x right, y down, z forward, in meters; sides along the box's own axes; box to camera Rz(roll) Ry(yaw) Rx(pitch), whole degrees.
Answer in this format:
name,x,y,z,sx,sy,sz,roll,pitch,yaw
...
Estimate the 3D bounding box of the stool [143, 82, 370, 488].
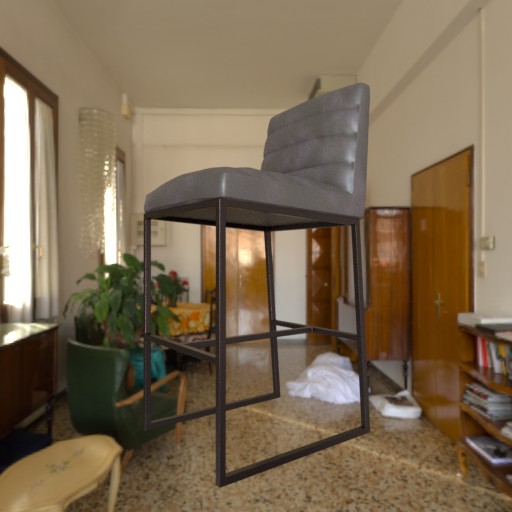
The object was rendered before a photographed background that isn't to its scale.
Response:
name,x,y,z,sx,sy,sz,roll,pitch,yaw
stool,0.000,0.000,1.353,0.562,1.065,0.463,0,0,-37
